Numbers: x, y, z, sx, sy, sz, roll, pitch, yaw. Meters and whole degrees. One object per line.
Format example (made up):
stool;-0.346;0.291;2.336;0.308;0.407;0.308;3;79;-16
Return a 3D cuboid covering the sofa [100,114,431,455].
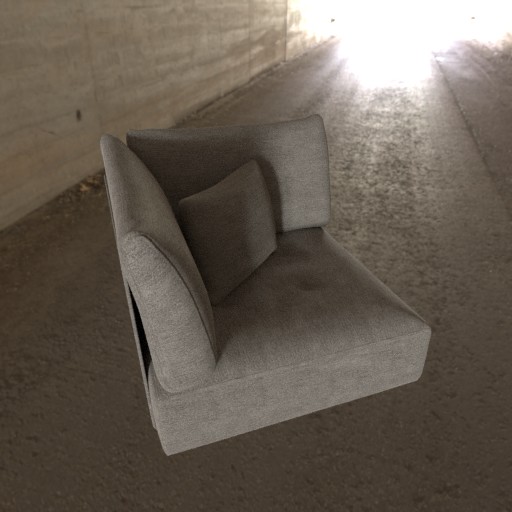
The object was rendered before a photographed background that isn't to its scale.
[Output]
sofa;0.000;0.000;1.713;1.000;0.820;1.000;-10;31;-17
